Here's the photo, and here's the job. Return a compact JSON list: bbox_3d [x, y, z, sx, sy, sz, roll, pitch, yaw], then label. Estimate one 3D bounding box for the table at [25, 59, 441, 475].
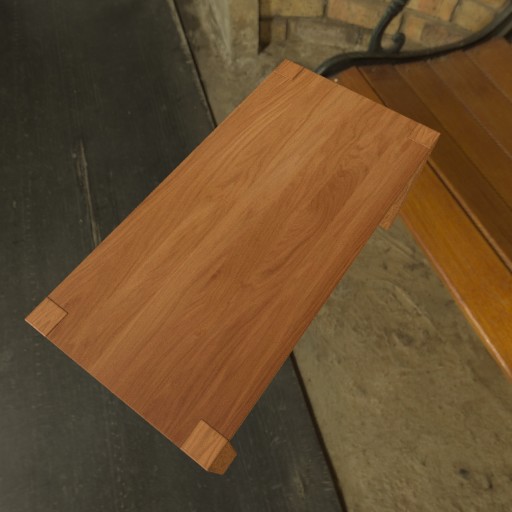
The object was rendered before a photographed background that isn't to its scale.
[{"bbox_3d":[0.000,0.000,2.255,0.900,0.760,1.800,33,67,15],"label":"table"}]
